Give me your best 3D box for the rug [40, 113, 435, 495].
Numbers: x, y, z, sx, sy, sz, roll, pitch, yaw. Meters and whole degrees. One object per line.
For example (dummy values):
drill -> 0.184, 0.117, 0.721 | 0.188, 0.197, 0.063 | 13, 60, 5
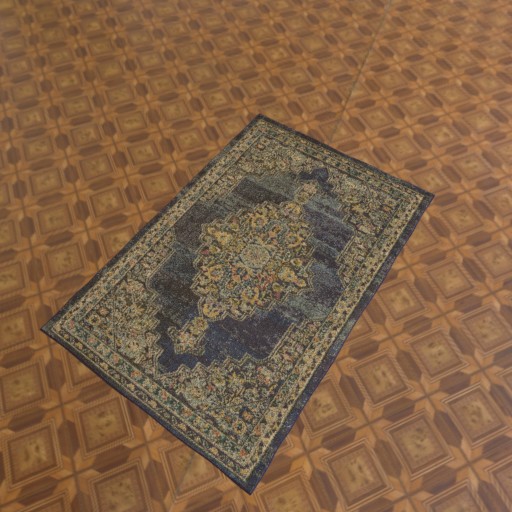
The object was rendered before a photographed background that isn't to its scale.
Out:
rug -> 0.000, 0.000, 2.232 | 1.184, 0.012, 1.781 | 30, 63, 18
